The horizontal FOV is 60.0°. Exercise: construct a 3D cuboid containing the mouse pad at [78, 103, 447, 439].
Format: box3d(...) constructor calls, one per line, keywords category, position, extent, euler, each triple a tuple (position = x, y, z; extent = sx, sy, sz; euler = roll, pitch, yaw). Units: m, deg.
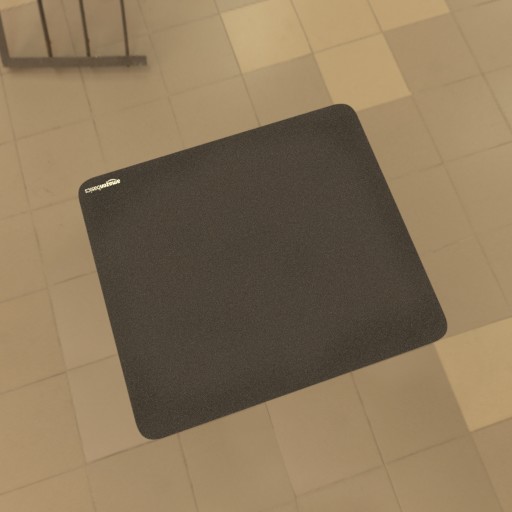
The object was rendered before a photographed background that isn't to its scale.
box3d(category="mouse pad", position=(0.000, 0.000, 0.648), extent=(0.451, 0.002, 0.393), euler=(-18, 77, -4))
